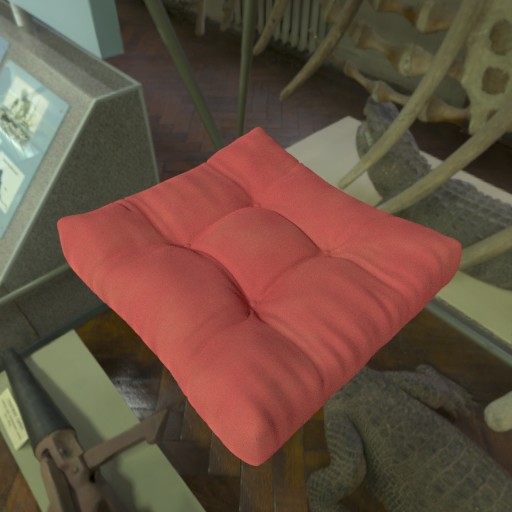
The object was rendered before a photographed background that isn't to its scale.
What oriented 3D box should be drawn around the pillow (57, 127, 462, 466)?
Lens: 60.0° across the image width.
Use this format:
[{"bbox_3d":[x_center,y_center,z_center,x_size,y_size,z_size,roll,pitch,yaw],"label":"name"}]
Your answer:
[{"bbox_3d":[0.000,0.000,0.730,0.468,0.128,0.490,-33,54,-28],"label":"pillow"}]
